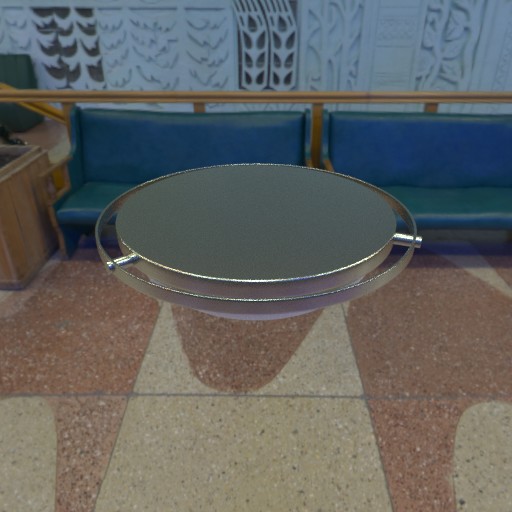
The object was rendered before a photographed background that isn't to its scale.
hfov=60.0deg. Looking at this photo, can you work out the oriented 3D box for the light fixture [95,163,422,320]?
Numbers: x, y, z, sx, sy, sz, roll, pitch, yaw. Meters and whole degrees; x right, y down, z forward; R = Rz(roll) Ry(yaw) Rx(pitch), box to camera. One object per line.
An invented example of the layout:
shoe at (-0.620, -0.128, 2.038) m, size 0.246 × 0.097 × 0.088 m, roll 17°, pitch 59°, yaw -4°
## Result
light fixture at (0.000, 0.000, 0.550) m, size 0.361 × 0.130 × 0.361 m, roll 0°, pitch 30°, yaw 0°
